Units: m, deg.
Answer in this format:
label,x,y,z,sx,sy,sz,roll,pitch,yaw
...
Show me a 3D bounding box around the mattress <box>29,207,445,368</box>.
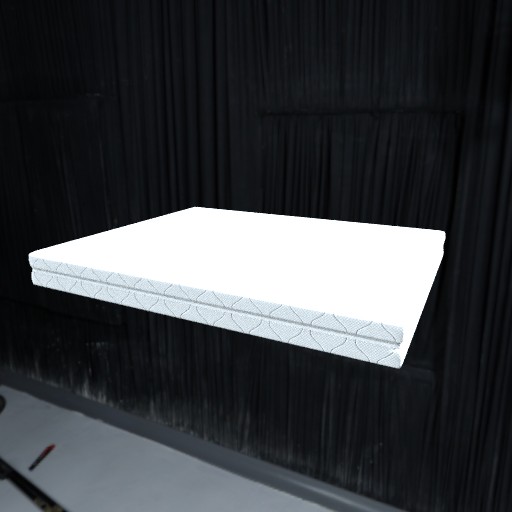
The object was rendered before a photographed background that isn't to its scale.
label,x,y,z,sx,sy,sz,roll,pitch,yaw
mattress,0.000,0.000,2.704,2.000,0.200,1.600,8,18,26
